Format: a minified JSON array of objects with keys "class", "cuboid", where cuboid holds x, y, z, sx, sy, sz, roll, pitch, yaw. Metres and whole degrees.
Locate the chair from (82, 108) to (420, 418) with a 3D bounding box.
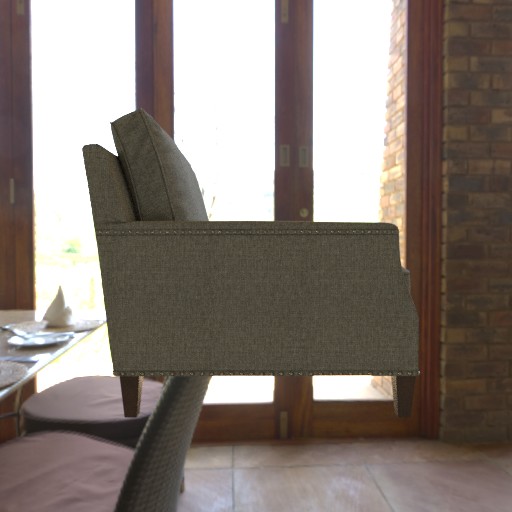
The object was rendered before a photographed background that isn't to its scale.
[{"class":"chair","cuboid":[0.000,0.000,1.705,1.014,0.943,0.853,0,1,0]}]
